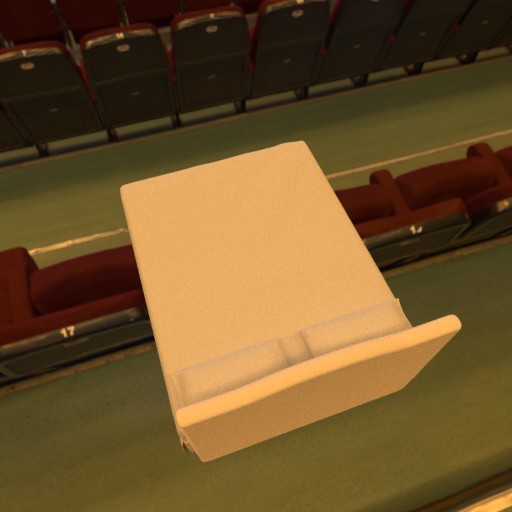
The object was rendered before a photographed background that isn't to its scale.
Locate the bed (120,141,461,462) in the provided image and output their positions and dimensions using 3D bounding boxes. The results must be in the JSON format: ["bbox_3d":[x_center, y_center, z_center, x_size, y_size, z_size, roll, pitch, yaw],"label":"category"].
[{"bbox_3d":[0.000,0.000,3.580,1.977,1.437,2.477,-16,59,-10],"label":"bed"}]
